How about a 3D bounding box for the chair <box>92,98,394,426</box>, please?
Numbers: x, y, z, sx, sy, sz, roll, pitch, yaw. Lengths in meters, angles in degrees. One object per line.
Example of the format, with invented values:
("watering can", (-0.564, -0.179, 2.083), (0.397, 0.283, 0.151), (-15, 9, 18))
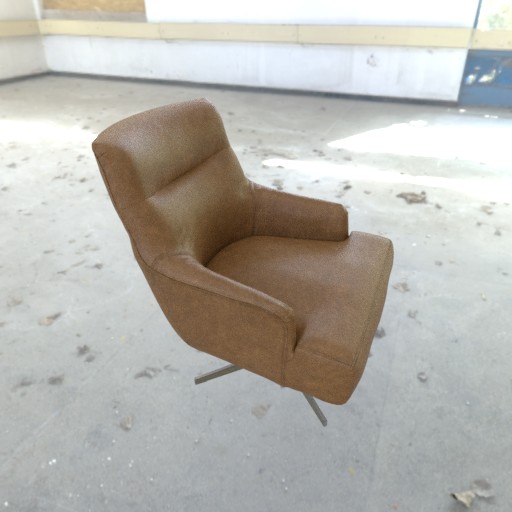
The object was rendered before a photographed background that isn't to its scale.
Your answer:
("chair", (0.000, 0.000, 1.500), (0.874, 0.869, 0.729), (12, 33, 19))
